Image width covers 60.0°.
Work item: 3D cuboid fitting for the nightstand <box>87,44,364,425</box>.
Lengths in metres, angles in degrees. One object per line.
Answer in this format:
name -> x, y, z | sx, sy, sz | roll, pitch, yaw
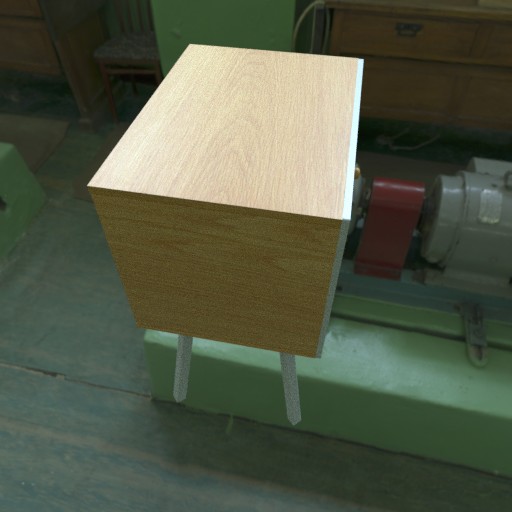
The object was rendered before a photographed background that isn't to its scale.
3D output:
nightstand -> 0.000, 0.000, 0.843 | 0.316, 0.601, 0.400 | 8, 48, 8
